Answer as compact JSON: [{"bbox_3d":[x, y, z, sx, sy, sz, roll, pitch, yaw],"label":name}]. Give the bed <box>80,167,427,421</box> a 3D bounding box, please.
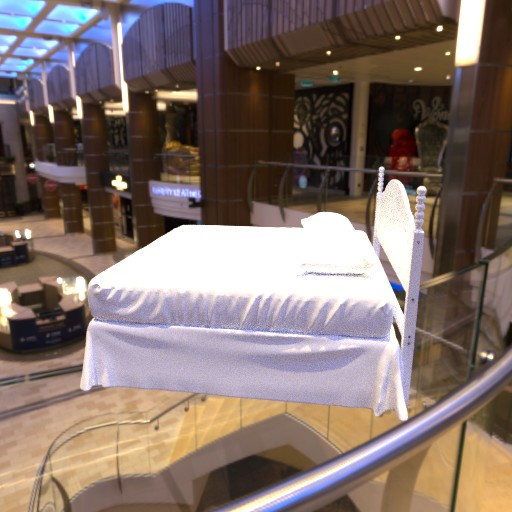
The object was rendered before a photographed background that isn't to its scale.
[{"bbox_3d":[0.000,0.000,3.657,2.219,1.355,2.322,2,15,8],"label":"bed"}]
